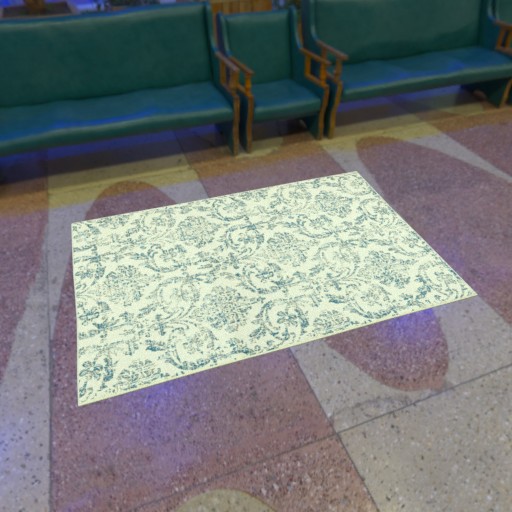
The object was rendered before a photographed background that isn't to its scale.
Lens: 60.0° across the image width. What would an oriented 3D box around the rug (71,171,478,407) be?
[{"bbox_3d":[0.000,0.000,3.498,2.746,0.018,1.819,-12,43,-14],"label":"rug"}]
